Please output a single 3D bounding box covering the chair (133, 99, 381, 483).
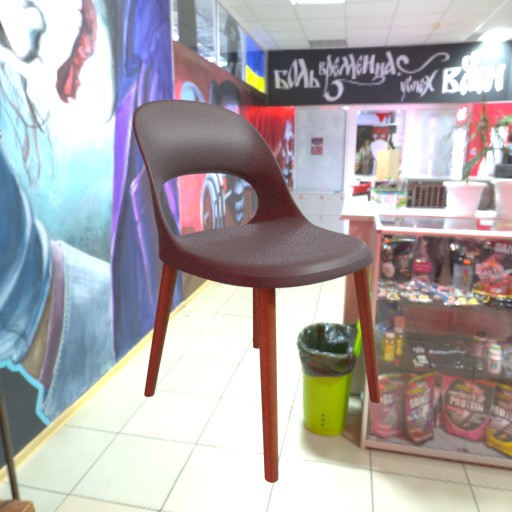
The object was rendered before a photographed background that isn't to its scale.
[{"bbox_3d":[0.000,0.000,1.138,0.470,0.795,0.556,-13,19,-43],"label":"chair"}]
